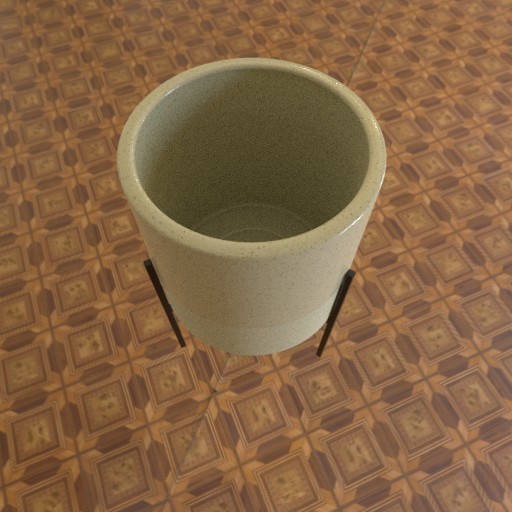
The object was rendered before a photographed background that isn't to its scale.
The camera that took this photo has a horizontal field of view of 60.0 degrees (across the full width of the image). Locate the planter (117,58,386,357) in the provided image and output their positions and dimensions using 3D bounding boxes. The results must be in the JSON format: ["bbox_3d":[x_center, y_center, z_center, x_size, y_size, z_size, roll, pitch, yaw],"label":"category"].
[{"bbox_3d":[0.000,0.000,0.554,0.243,0.390,0.234,31,65,17],"label":"planter"}]
